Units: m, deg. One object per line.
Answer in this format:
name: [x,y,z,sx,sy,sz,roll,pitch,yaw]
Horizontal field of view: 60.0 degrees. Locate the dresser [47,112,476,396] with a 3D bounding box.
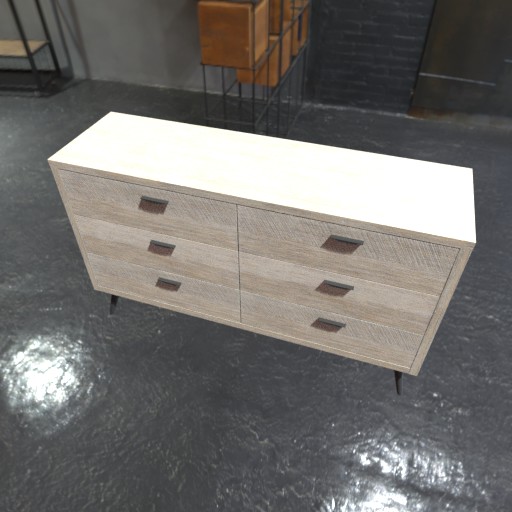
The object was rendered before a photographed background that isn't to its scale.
dresser: [0.000,0.000,1.956,1.524,0.914,0.457,13,44,14]
